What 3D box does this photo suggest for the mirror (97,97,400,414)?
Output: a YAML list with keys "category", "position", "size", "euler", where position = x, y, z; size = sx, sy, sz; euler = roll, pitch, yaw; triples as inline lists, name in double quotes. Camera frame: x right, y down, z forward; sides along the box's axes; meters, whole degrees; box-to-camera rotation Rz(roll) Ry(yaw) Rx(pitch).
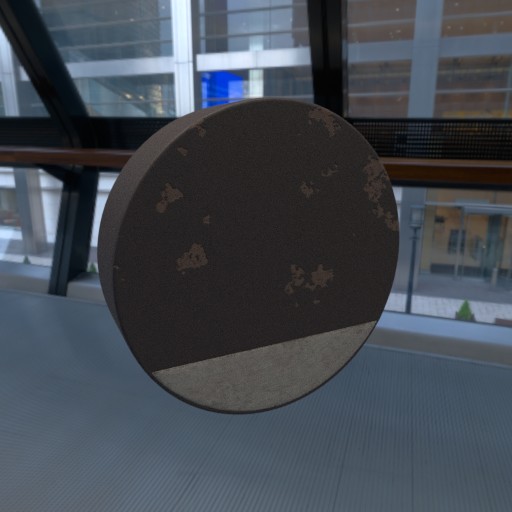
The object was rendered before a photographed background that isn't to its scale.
- category: "mirror"
  position: [0.000, 0.000, 0.583]
  size: [0.386, 0.386, 0.126]
  euler: [-7, 16, -26]
